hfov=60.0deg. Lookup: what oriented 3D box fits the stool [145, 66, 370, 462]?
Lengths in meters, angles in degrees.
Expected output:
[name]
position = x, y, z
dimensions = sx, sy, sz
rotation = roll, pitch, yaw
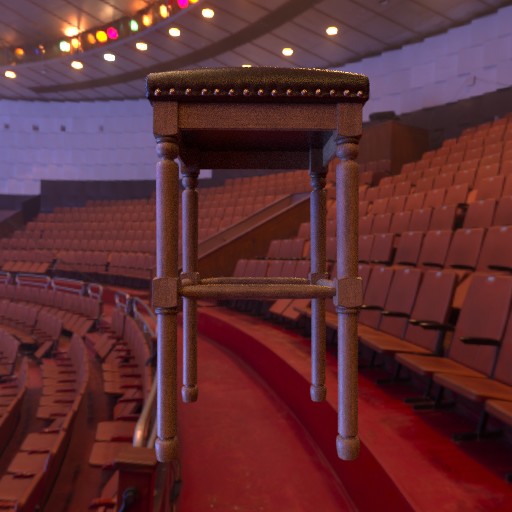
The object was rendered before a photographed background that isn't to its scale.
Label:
[stool]
position = 0.000, 0.000, 0.930
dimensions = 0.383, 0.702, 0.382
rotation = 0, -1, -1
